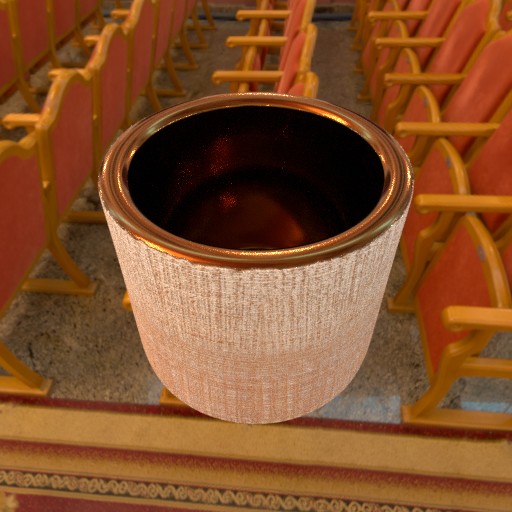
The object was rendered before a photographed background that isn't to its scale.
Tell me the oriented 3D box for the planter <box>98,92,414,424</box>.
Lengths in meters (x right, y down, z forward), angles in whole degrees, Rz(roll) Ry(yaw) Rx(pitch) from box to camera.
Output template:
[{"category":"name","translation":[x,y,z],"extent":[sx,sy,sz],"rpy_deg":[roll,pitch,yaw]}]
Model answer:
[{"category":"planter","translation":[0.000,0.000,0.305],"extent":[0.177,0.157,0.177],"rpy_deg":[0,45,0]}]
